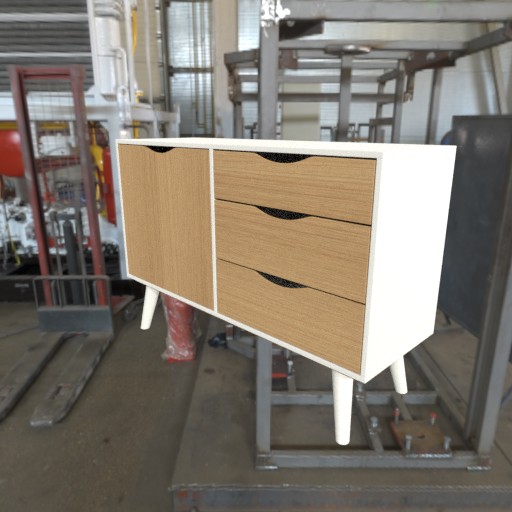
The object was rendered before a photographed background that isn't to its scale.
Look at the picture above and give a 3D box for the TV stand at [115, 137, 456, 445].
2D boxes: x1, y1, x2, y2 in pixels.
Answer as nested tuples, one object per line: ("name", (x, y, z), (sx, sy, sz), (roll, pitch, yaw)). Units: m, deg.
("TV stand", (0.000, 0.000, 1.630), (1.193, 0.812, 0.406), (16, 23, 43))
